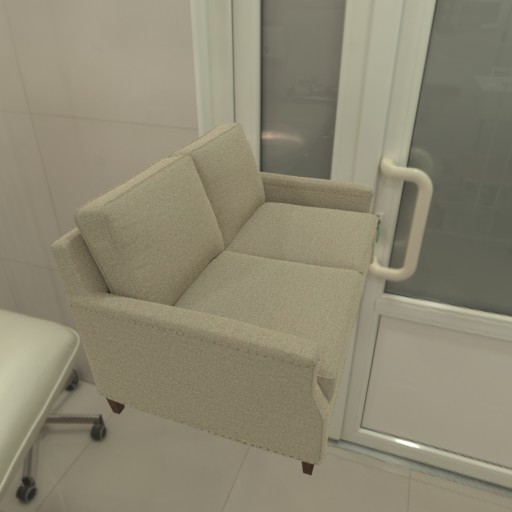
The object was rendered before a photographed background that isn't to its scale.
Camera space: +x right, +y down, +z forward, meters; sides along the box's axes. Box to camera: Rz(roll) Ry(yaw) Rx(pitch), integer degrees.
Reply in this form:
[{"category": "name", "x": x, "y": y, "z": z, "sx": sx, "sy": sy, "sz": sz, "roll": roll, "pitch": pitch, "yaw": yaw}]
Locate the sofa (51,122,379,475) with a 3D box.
[{"category": "sofa", "x": 0.000, "y": 0.000, "z": 2.234, "sx": 1.084, "sy": 1.003, "sz": 1.597, "roll": 10, "pitch": 32, "yaw": 17}]
